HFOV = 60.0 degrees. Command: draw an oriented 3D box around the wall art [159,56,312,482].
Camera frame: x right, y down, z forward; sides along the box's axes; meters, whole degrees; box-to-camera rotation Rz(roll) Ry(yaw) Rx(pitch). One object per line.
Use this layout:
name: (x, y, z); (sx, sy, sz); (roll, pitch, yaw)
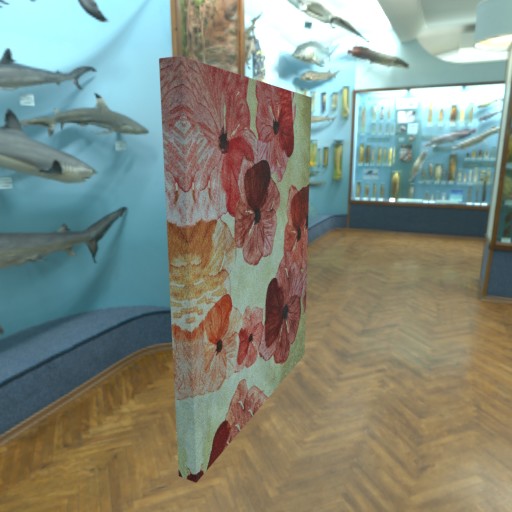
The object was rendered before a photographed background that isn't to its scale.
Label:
wall art: (0.000, 0.000, 0.692); (0.028, 0.508, 0.406); (6, 15, 25)
